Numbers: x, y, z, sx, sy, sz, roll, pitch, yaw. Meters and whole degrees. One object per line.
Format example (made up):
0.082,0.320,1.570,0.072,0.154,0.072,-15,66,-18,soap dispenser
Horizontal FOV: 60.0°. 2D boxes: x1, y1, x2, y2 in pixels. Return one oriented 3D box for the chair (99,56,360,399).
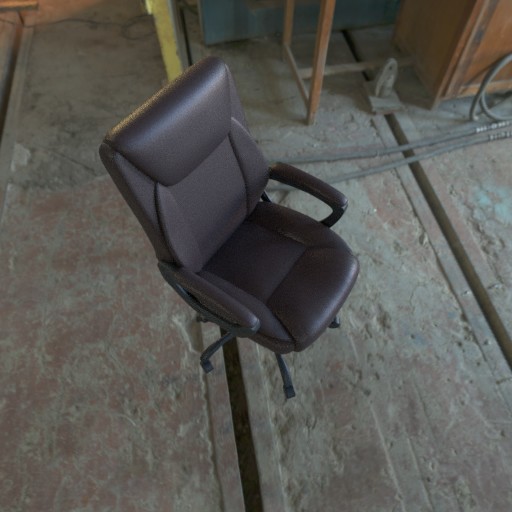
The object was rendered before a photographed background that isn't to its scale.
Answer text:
0.000,0.000,1.494,0.655,1.072,0.615,30,62,18,chair
